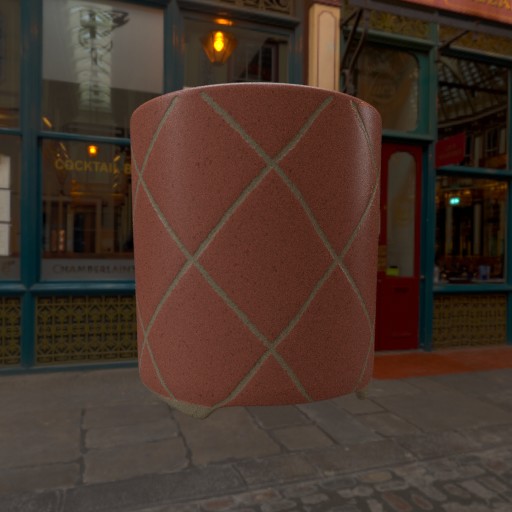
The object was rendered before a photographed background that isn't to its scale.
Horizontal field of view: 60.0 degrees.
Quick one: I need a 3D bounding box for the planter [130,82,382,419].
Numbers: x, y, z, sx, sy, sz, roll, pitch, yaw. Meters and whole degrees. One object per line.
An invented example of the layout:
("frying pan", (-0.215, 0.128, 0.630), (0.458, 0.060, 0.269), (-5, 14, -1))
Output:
("planter", (0.000, 0.000, 0.348), (0.191, 0.200, 0.191), (0, 0, 0))
